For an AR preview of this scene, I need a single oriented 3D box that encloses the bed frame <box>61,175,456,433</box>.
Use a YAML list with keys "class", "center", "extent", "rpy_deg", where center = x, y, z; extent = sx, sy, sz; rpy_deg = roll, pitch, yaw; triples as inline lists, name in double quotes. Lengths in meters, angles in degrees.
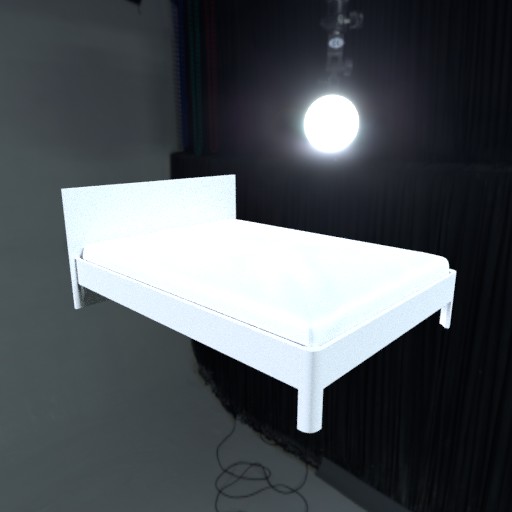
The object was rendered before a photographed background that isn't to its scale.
- class: "bed frame"
  center: [0.000, 0.000, 2.756]
  extent: [1.950, 0.800, 1.490]
  rpy_deg: [14, 20, 42]
